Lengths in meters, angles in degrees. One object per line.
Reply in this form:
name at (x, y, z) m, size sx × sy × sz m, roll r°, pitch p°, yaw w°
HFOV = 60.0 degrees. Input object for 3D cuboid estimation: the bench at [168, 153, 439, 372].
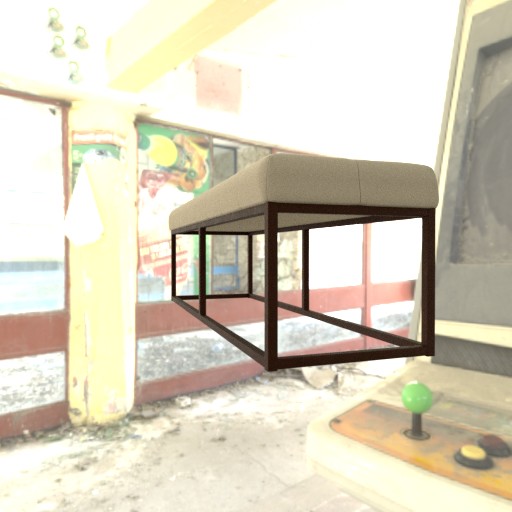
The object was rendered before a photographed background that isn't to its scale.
bench at (0.000, 0.000, 1.729) m, size 0.479 × 0.488 × 1.488 m, roll 0°, pitch 1°, yaw -19°
